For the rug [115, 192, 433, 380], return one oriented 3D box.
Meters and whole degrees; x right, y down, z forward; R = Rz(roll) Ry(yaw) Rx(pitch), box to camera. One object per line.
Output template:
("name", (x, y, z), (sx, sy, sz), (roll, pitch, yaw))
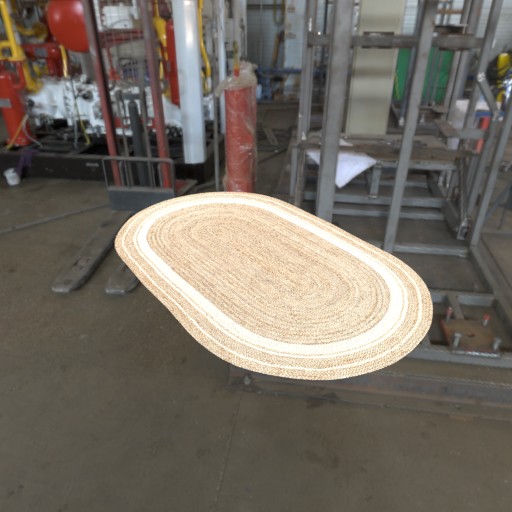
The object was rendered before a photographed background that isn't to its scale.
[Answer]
("rug", (0.000, 0.000, 3.023), (1.520, 0.006, 2.432), (-21, 36, -31))
